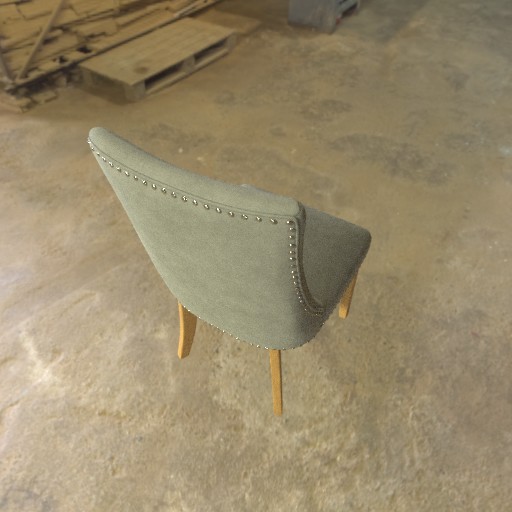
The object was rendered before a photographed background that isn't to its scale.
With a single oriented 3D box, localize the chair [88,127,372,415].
[{"bbox_3d":[0.000,0.000,1.248,0.495,0.902,0.610,24,50,22],"label":"chair"}]
